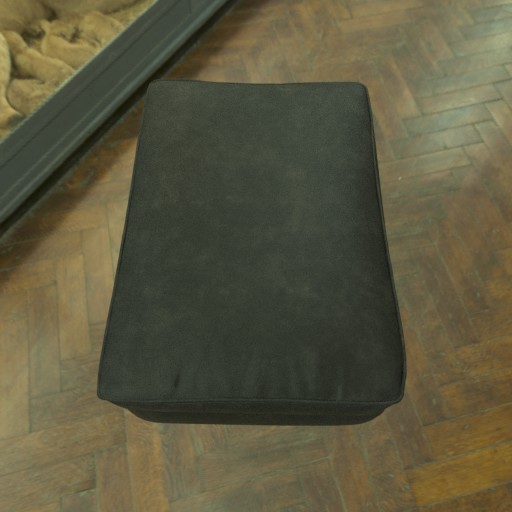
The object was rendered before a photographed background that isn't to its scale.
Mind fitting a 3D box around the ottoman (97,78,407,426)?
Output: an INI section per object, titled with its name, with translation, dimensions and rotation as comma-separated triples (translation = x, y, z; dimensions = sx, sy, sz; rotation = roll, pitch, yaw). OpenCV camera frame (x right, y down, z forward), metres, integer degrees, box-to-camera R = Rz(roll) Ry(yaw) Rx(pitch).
[ottoman]
translation = 0.000, 0.000, 0.937
dimensions = 0.501, 0.413, 0.665
rotation = 1, 64, 0
